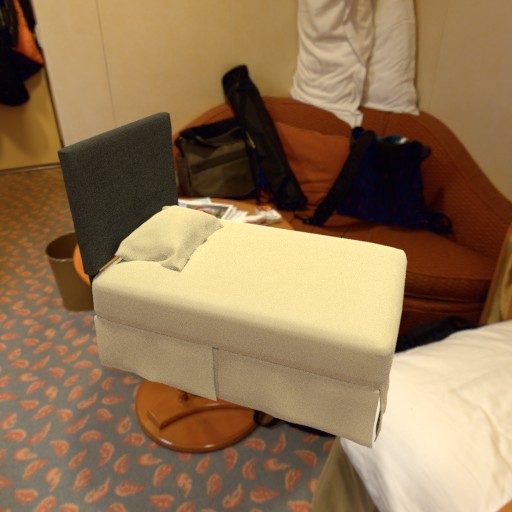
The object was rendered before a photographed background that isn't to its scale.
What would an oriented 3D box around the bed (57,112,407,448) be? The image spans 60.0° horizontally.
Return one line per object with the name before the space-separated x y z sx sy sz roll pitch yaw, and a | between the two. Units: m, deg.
bed | 0.000 0.000 3.018 1.997 1.571 1.261 10 31 18
